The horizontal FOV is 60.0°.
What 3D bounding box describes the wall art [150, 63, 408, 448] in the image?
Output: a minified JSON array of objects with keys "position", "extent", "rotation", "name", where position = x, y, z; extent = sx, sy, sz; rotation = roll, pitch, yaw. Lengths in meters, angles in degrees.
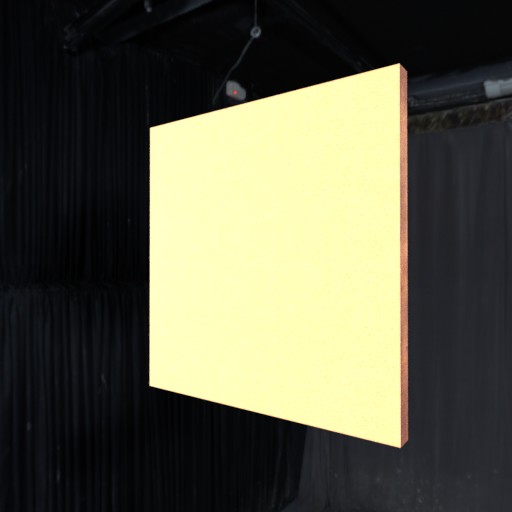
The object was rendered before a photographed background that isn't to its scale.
[{"position":[0.000,0.000,0.836],"extent":[0.554,0.572,0.037],"rotation":[0,-1,36],"name":"wall art"}]
